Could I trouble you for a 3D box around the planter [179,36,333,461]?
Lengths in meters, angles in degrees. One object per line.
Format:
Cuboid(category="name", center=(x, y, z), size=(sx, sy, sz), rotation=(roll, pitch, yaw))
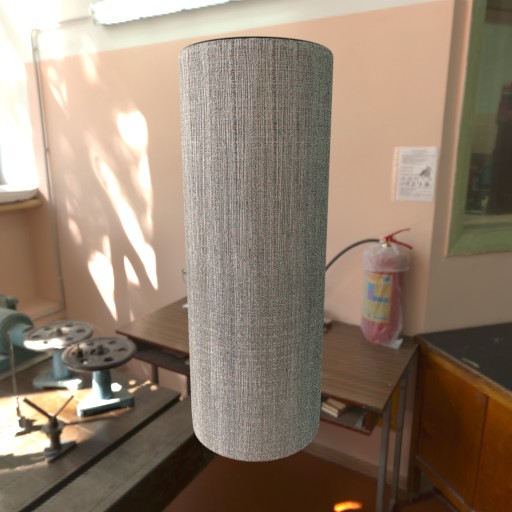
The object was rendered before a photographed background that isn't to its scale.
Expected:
Cuboid(category="planter", center=(0.000, 0.000, 0.320), size=(0.100, 0.270, 0.100), rotation=(-6, 15, -25))
